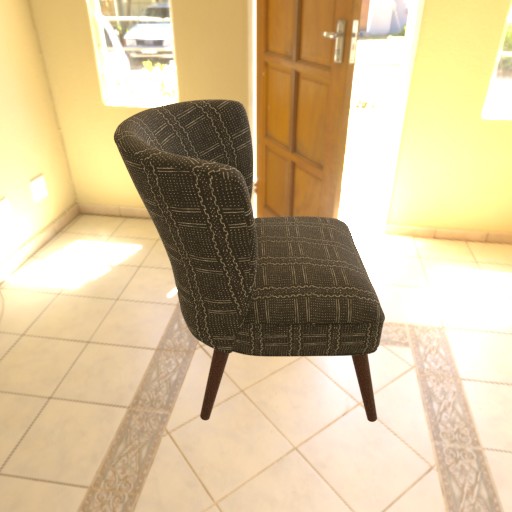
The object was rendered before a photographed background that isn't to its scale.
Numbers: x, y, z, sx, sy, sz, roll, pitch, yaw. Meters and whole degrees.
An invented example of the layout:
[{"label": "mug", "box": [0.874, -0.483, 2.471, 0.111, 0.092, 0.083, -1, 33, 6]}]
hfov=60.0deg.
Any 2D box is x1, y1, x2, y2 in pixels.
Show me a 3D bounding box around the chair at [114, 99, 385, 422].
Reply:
[{"label": "chair", "box": [0.000, 0.000, 1.432, 0.758, 0.866, 0.710, -1, 32, -1]}]
